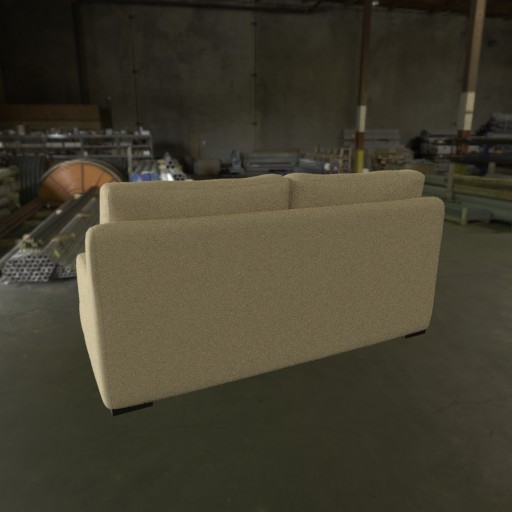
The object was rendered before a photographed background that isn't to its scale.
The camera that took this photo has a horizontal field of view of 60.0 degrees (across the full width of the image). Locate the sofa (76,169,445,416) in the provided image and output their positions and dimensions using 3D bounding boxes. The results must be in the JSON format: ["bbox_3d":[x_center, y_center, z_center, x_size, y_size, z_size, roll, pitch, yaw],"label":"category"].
[{"bbox_3d":[0.000,0.000,2.512,1.885,0.967,0.962,-7,17,-26],"label":"sofa"}]
